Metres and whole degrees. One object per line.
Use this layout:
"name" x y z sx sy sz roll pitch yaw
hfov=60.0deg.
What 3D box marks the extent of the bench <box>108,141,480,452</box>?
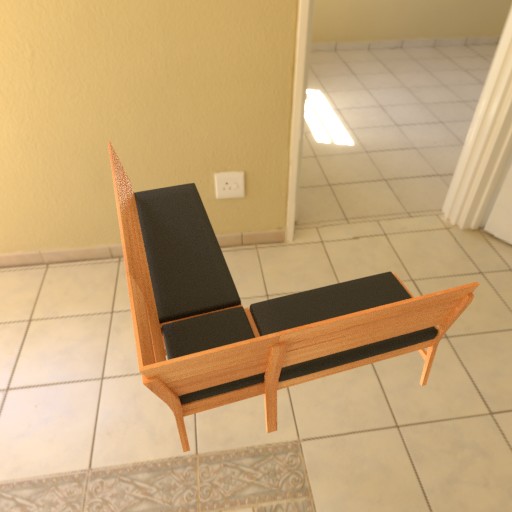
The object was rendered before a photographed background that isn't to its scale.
"bench" 0.000 0.000 2.851 1.548 0.890 1.948 -12 43 -13
